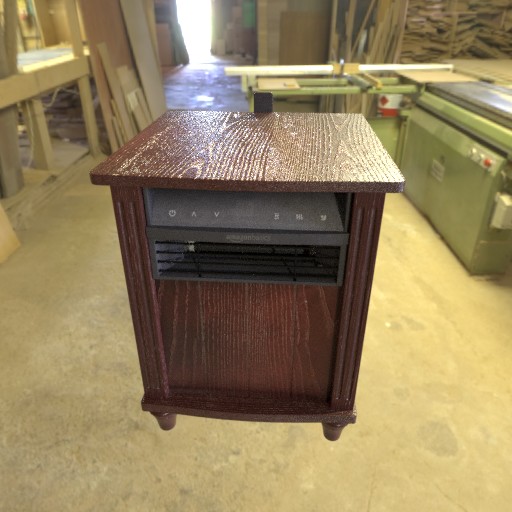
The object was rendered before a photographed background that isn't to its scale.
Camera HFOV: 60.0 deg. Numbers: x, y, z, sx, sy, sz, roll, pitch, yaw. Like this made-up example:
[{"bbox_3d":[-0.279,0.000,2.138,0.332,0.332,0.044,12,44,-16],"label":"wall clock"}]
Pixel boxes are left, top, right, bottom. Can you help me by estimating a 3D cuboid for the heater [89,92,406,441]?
[{"bbox_3d":[0.000,0.000,0.763,0.362,0.481,0.400,2,29,4],"label":"heater"}]
